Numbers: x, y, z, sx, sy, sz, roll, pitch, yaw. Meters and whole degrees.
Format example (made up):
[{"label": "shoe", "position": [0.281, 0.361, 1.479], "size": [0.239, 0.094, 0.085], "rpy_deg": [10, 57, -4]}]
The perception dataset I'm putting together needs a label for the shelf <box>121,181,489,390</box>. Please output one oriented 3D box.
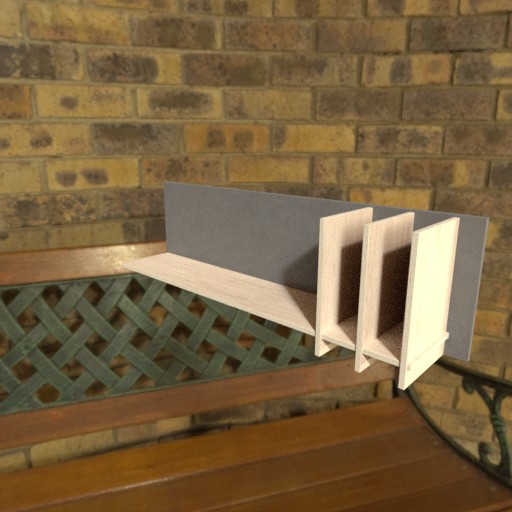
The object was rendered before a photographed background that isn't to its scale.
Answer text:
[{"label": "shelf", "position": [0.000, 0.000, 1.143], "size": [1.020, 0.300, 0.200], "rpy_deg": [14, 20, 41]}]
